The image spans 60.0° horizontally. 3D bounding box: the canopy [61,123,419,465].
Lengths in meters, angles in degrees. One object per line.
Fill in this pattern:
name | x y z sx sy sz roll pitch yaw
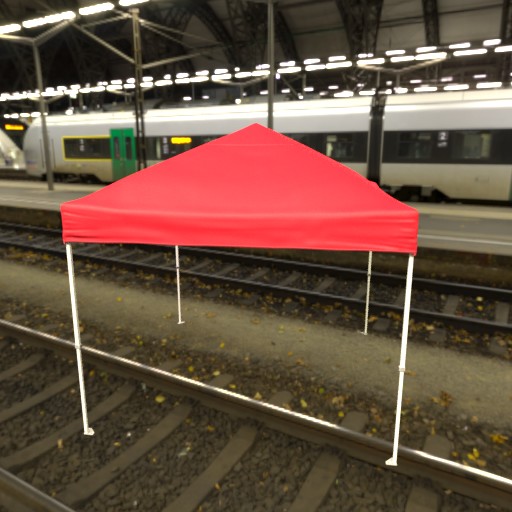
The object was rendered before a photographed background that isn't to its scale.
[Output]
canopy | 0.000 0.000 5.201 2.998 2.997 2.996 2 14 8
